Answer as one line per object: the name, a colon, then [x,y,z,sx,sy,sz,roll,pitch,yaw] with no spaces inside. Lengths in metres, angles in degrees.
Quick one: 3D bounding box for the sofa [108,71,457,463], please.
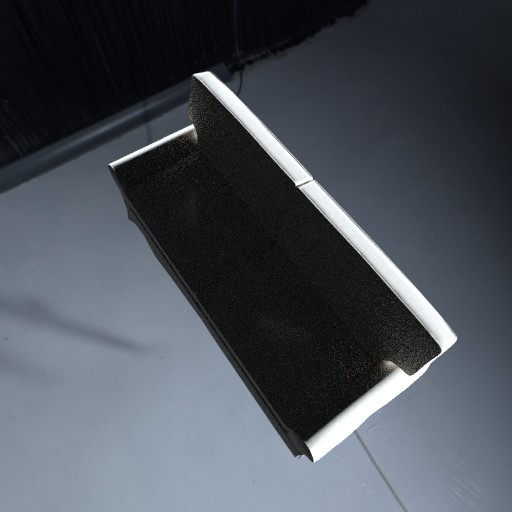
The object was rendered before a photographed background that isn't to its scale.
sofa: [0.000,0.000,2.480,0.862,0.937,2.021,-32,68,-15]
